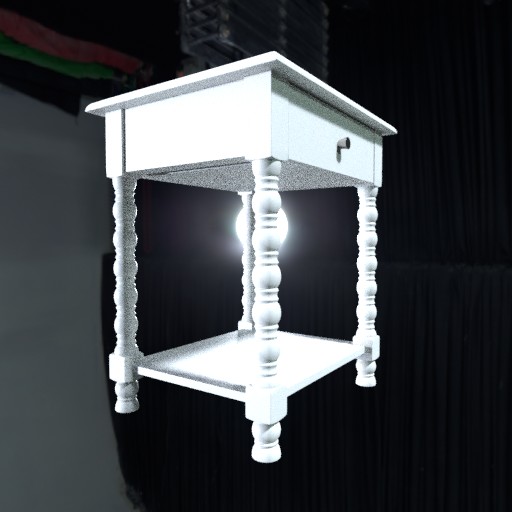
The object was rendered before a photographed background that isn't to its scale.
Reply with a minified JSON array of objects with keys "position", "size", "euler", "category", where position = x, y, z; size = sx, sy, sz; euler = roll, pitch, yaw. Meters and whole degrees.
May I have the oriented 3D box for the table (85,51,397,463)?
[{"position":[0.000,0.000,0.835],"size":[0.381,0.531,0.460],"euler":[2,3,35],"category":"table"}]
